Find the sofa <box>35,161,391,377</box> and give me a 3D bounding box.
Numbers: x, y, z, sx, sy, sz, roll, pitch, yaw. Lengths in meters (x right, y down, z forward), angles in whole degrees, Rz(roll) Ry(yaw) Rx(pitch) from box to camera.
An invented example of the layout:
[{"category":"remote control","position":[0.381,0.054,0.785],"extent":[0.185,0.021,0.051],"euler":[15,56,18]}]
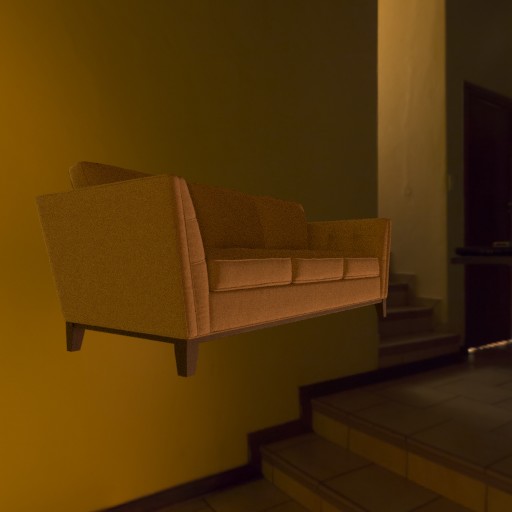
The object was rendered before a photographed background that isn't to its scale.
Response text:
[{"category":"sofa","position":[0.000,0.000,2.855],"extent":[0.965,0.940,2.388],"euler":[0,0,36]}]
